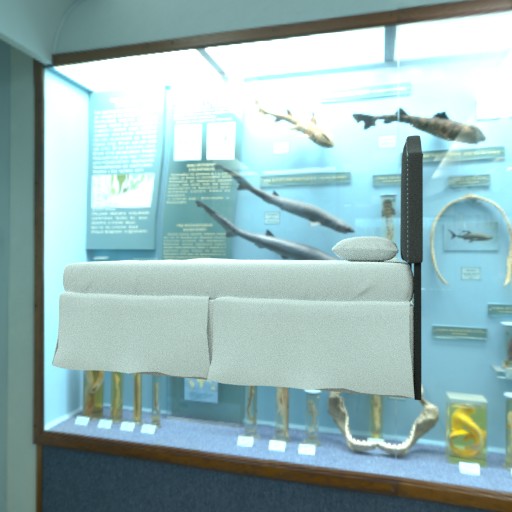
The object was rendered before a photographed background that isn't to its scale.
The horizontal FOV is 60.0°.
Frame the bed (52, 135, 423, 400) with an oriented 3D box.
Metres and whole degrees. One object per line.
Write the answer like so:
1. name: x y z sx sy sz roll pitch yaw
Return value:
1. bed: 0.000 0.000 2.933 1.999 1.270 1.558 0 0 18
